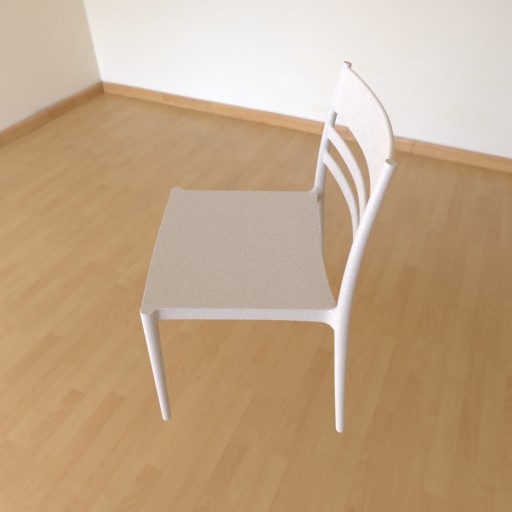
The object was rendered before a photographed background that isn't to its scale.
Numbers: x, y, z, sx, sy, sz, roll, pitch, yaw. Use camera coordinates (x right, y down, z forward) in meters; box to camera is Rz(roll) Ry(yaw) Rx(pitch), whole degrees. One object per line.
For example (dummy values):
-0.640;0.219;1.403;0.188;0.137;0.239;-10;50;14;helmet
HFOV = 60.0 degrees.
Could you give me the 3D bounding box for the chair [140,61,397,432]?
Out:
0.000;0.000;1.121;0.511;0.800;0.531;0;42;0;chair
